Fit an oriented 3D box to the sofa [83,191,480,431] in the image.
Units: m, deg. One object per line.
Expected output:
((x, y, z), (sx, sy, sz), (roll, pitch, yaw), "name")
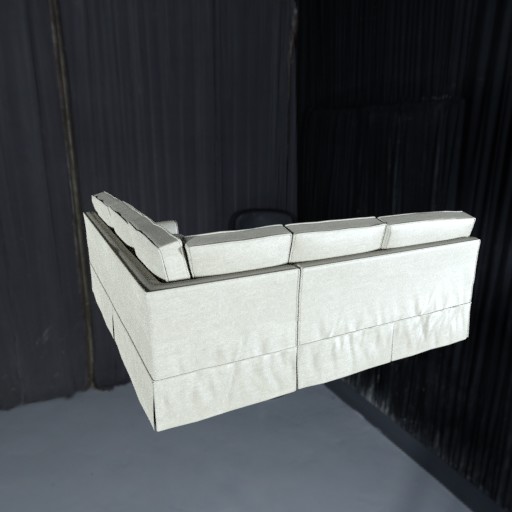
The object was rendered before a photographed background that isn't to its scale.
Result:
((0.000, 0.000, 4.025), (2.618, 1.081, 2.623), (-8, 18, -26), "sofa")
